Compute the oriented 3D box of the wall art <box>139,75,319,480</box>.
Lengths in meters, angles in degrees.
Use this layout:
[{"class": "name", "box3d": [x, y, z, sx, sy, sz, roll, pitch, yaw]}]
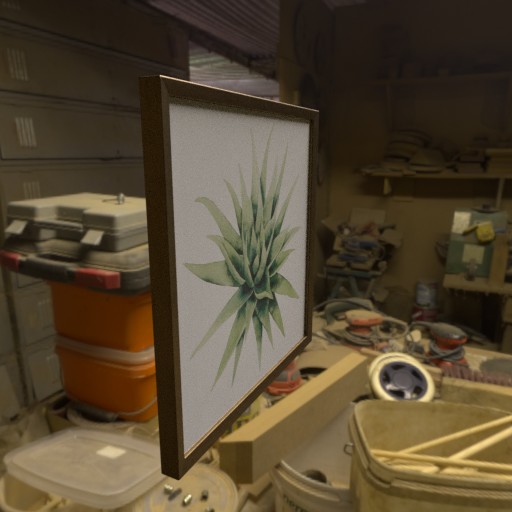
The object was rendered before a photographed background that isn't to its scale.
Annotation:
[{"class": "wall art", "box3d": [0.000, 0.000, 0.755, 0.030, 0.506, 0.503, 7, 15, 27]}]
